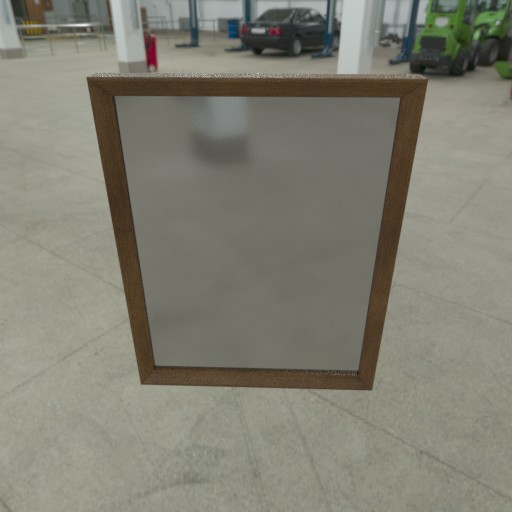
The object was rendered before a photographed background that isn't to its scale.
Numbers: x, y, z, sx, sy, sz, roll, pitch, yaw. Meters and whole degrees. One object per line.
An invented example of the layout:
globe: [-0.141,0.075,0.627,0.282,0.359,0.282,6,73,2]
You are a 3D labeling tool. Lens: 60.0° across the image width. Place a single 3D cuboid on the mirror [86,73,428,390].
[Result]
mirror: [0.000,0.000,0.668,0.406,0.509,0.041,1,30,2]
